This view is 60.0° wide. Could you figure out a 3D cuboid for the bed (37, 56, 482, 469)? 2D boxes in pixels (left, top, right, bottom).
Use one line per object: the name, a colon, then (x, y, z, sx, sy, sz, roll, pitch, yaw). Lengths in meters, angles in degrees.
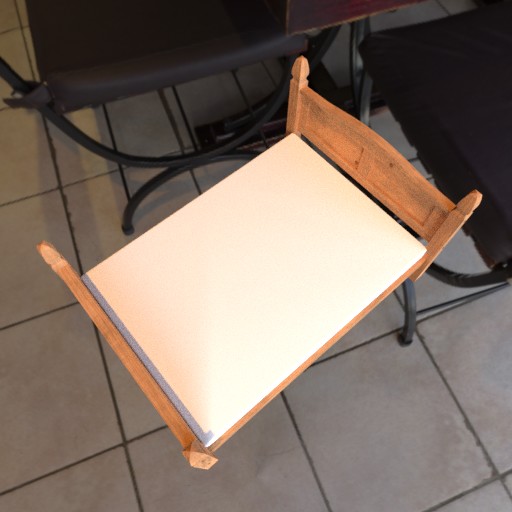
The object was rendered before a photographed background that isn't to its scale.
bed: (0.000, 0.000, 2.863, 2.069, 1.100, 1.490, -37, 69, -17)
